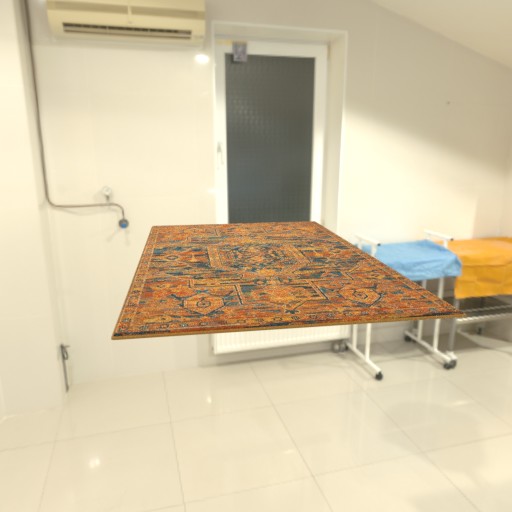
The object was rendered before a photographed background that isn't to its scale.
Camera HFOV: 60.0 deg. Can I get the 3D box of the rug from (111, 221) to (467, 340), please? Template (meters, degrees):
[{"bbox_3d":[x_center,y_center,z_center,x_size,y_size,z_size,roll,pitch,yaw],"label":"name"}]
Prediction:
[{"bbox_3d":[0.000,0.000,1.088,0.557,0.008,0.863,-2,15,-9],"label":"rug"}]
